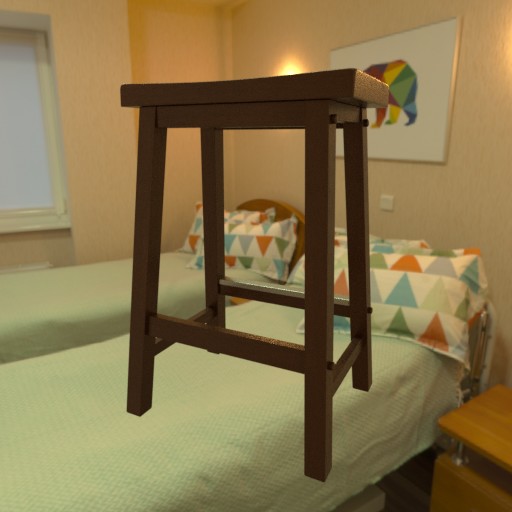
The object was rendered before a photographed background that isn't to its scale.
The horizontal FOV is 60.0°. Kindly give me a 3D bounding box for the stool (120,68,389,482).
[{"bbox_3d":[0.000,0.000,0.840,0.406,0.610,0.322,7,17,26],"label":"stool"}]
